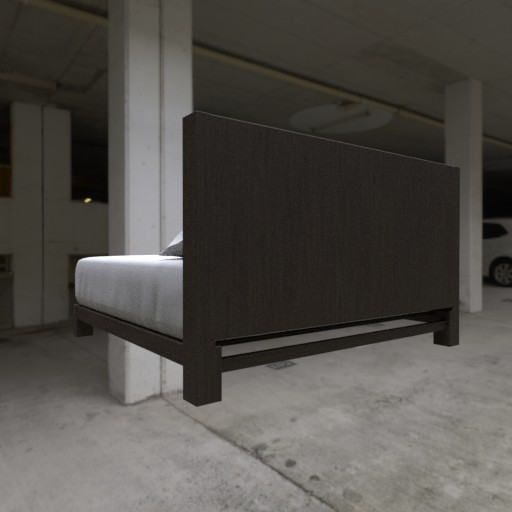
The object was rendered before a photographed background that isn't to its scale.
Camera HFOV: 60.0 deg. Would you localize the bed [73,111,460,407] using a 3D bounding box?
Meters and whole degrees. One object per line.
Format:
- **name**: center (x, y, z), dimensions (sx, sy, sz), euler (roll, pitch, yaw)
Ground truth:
- **bed**: center (0.000, 0.000, 3.340), dimensions (2.134, 1.270, 2.012), euler (0, 1, -37)
